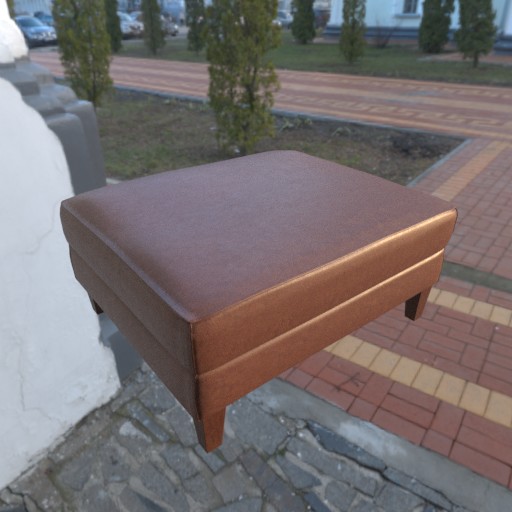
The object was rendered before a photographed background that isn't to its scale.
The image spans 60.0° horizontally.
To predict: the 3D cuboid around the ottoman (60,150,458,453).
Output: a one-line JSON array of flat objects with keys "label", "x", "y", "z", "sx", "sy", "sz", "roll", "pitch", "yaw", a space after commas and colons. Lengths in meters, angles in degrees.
[{"label": "ottoman", "x": 0.000, "y": 0.000, "z": 1.466, "sx": 0.987, "sy": 0.472, "sz": 0.836, "roll": -21, "pitch": 35, "yaw": -33}]
